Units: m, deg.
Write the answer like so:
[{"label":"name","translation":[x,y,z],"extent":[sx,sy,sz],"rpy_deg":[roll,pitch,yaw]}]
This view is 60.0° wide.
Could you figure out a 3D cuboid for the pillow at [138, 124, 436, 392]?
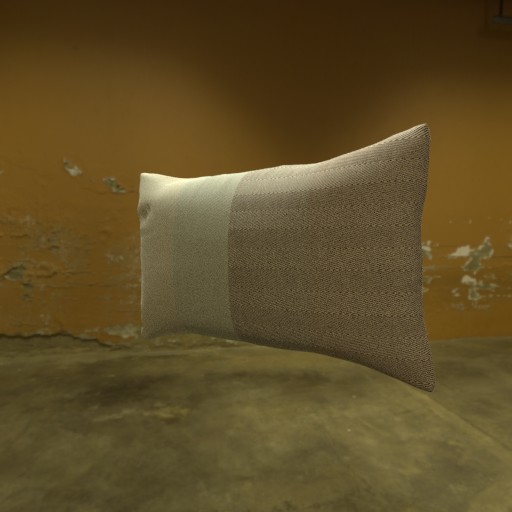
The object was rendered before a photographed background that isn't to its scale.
[{"label":"pillow","translation":[0.000,0.000,0.649],"extent":[0.506,0.305,0.139],"rpy_deg":[1,1,37]}]
